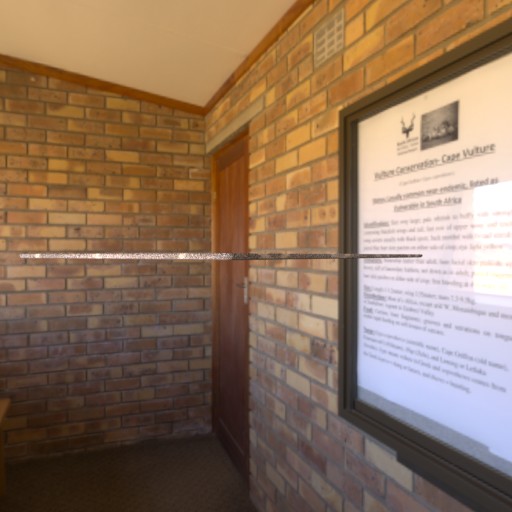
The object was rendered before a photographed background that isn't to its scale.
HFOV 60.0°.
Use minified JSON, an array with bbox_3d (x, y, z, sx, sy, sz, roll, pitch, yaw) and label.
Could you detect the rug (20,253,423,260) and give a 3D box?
[{"bbox_3d":[0.000,0.000,2.925,1.501,0.025,2.348,0,0,36],"label":"rug"}]
